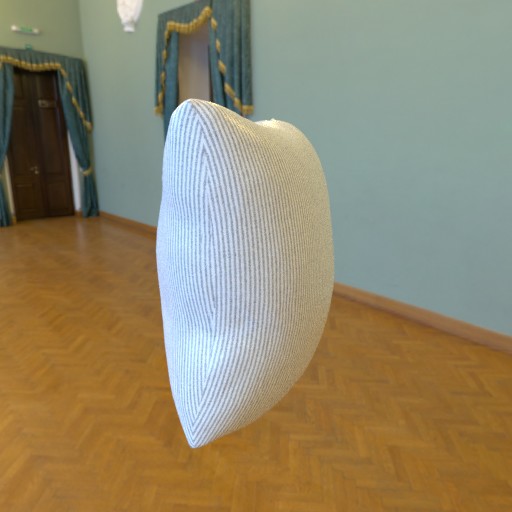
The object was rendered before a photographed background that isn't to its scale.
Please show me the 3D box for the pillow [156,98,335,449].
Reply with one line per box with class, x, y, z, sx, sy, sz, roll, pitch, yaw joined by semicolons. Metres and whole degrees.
pillow;0.000;0.000;0.690;0.387;0.432;0.310;-13;20;-40
